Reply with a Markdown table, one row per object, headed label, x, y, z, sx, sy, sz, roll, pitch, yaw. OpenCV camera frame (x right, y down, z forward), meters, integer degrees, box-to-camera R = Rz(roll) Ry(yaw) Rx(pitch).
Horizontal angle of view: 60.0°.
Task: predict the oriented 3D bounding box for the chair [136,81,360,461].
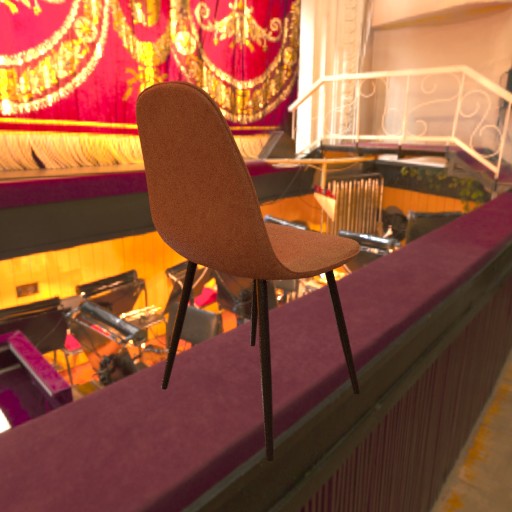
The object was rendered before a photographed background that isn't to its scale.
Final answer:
| label | x | y | z | sx | sy | sz | roll | pitch | yaw |
| --- | --- | --- | --- | --- | --- | --- | --- | --- | --- |
| chair | 0.000 | 0.000 | 1.258 | 0.472 | 0.889 | 0.561 | 15 | 22 | 42 |
